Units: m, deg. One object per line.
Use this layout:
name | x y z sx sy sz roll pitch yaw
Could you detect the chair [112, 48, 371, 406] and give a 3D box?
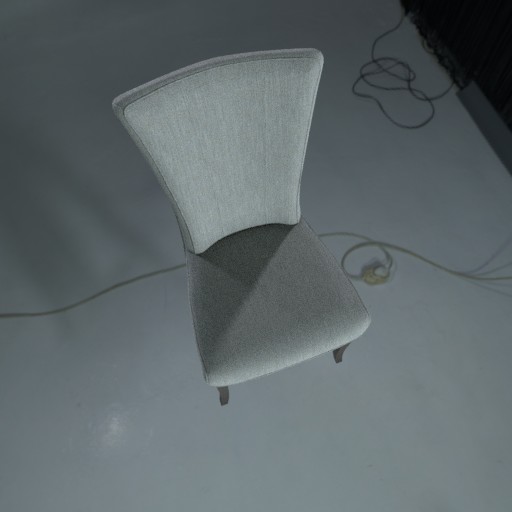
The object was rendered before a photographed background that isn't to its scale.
chair | 0.000 0.000 1.366 0.520 0.991 0.660 -18 65 -9
